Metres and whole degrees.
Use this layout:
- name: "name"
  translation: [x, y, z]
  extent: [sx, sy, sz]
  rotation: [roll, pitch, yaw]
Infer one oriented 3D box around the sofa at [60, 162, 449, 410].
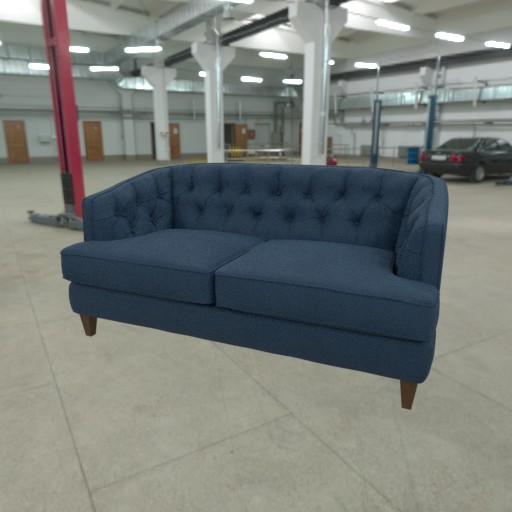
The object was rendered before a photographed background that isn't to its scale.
- name: "sofa"
  translation: [0.000, 0.000, 2.216]
  extent: [1.733, 0.854, 0.941]
  rotation: [7, 17, 23]
